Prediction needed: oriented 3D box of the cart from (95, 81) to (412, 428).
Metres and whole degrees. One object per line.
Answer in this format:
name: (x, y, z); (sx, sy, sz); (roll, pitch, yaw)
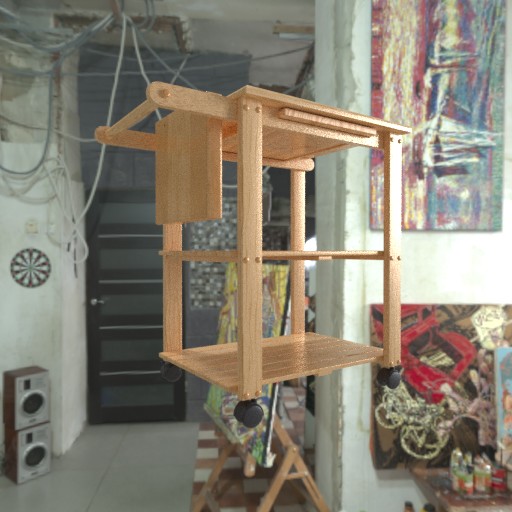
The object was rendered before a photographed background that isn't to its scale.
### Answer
cart: (0.000, 0.000, 1.358); (0.843, 0.816, 0.520); (-1, 1, -35)
